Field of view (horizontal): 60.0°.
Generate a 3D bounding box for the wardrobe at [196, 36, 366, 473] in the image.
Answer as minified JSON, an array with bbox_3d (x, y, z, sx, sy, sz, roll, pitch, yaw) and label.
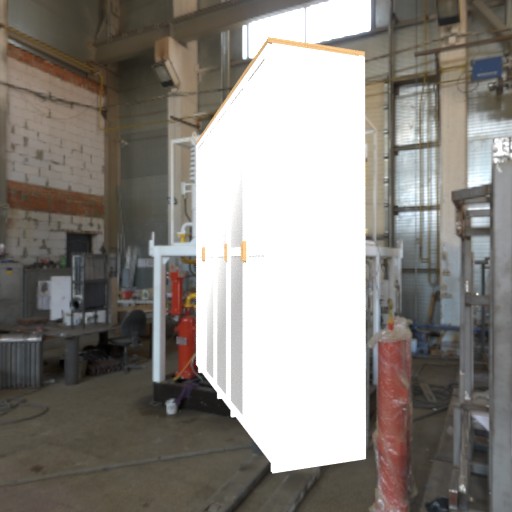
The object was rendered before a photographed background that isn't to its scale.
[{"bbox_3d":[0.000,0.000,3.401,0.590,2.260,2.160,0,-1,-18],"label":"wardrobe"}]
